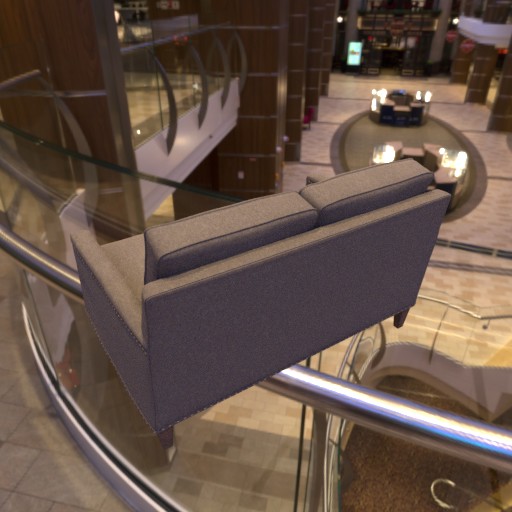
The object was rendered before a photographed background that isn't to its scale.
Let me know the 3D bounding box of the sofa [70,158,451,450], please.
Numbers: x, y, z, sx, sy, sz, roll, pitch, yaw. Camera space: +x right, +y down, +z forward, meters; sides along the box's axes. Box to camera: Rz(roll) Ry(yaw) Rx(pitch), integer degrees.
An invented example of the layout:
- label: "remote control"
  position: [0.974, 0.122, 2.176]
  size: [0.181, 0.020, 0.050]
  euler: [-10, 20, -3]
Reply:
- label: "sofa"
  position: [0.000, 0.000, 2.272]
  size: [1.597, 1.003, 1.084]
  euler: [-19, 36, -28]
